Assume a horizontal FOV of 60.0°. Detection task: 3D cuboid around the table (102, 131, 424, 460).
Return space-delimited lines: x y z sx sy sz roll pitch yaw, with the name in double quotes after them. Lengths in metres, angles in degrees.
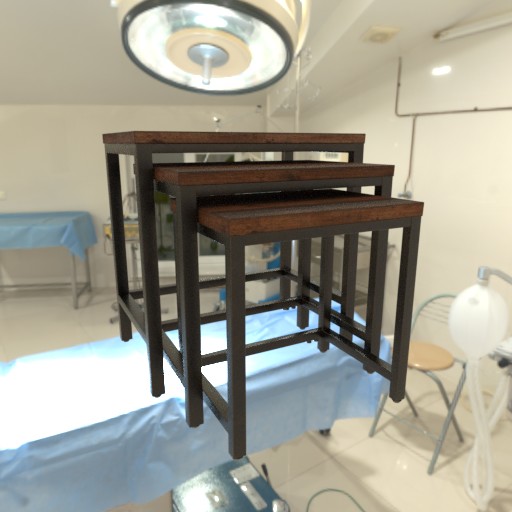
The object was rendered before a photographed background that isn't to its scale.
0.000 0.000 1.149 0.608 0.616 0.660 -7 16 -27 "table"
